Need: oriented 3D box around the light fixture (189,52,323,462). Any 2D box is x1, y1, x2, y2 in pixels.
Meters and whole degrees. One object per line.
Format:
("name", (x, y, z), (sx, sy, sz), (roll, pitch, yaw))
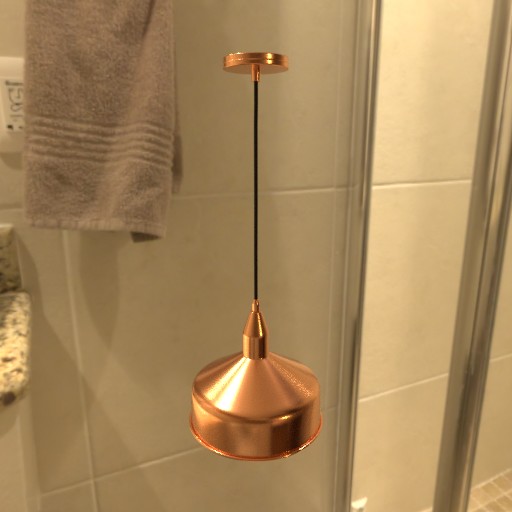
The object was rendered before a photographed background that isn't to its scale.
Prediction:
("light fixture", (0.000, 0.000, 0.914), (0.301, 0.754, 0.301), (7, 16, 27))
